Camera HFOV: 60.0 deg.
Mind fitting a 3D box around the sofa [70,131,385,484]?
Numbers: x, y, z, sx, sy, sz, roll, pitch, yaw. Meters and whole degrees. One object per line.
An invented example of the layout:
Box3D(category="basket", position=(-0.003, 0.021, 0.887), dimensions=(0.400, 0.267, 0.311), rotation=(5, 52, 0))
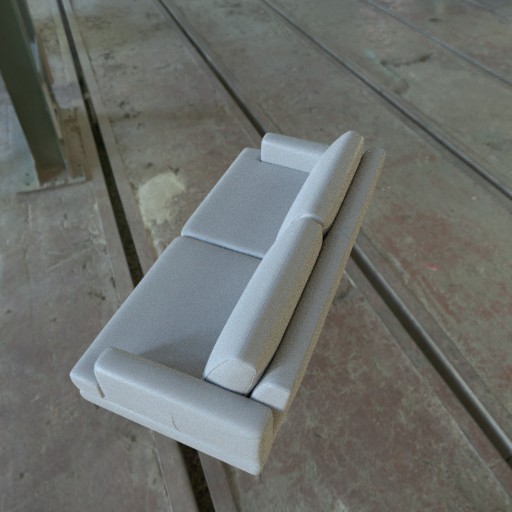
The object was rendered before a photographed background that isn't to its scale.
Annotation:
Box3D(category="sofa", position=(0.000, 0.000, 2.388), dimensions=(0.974, 0.765, 1.940), rotation=(17, 49, 15))
